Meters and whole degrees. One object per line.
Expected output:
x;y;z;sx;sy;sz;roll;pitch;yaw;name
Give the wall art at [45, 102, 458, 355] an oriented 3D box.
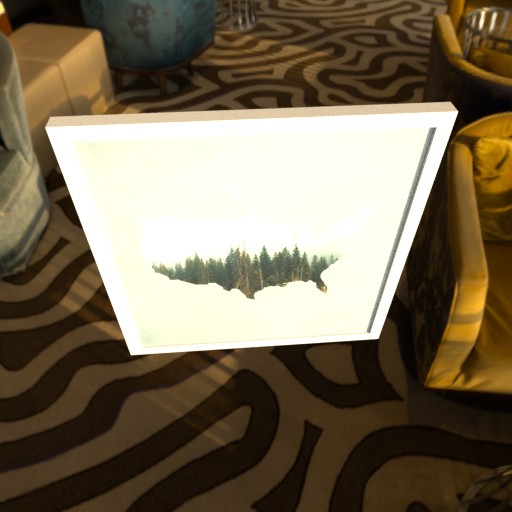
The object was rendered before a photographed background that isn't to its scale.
0.000;0.000;1.102;0.762;0.762;0.038;-3;46;-3;wall art
